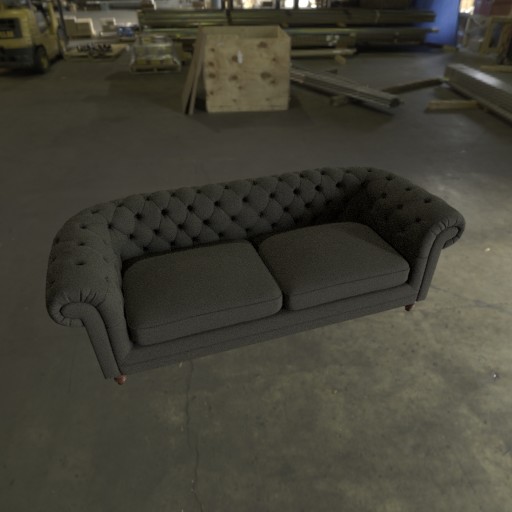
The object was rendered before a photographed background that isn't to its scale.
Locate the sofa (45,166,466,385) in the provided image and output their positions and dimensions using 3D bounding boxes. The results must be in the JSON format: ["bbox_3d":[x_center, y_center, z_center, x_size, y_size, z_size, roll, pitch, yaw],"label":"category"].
[{"bbox_3d":[0.000,0.000,2.838,2.362,0.762,0.991,-11,35,-16],"label":"sofa"}]
